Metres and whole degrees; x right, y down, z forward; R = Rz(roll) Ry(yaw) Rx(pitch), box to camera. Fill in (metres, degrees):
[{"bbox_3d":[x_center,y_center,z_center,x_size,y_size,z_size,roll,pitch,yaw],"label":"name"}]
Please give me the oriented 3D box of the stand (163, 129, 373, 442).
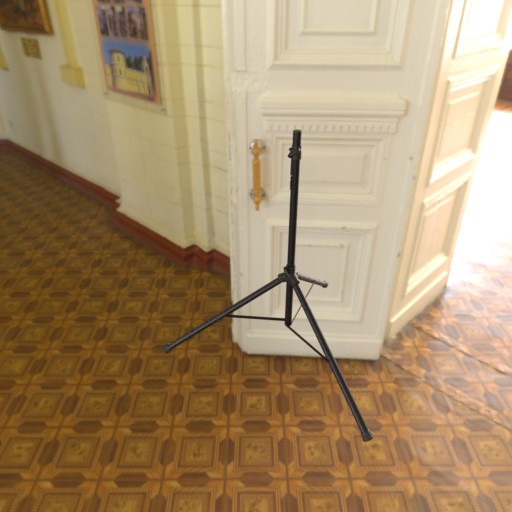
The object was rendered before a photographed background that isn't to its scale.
[{"bbox_3d":[0.000,0.000,2.817,1.339,1.595,1.596,0,32,-1],"label":"stand"}]
